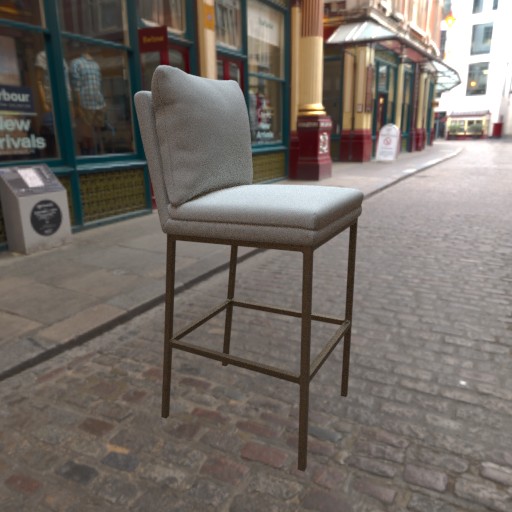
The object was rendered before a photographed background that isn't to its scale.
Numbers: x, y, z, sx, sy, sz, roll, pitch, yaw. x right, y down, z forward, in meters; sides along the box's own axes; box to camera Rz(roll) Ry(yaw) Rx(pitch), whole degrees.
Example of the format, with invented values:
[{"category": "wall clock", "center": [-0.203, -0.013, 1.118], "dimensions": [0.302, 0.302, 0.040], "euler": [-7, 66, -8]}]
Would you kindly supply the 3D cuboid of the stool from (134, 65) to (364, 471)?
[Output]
[{"category": "stool", "center": [0.000, 0.000, 1.442], "dimensions": [0.572, 1.125, 0.463], "euler": [8, 17, 26]}]
